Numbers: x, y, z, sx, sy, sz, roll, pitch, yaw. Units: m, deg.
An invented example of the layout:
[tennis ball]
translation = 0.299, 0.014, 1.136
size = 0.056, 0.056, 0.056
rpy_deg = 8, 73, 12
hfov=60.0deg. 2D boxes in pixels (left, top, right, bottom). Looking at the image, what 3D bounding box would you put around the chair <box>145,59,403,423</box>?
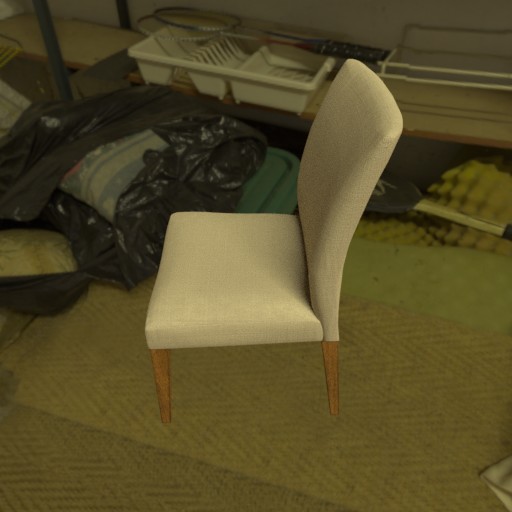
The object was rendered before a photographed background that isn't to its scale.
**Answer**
[chair]
translation = 0.000, 0.000, 1.251
size = 0.585, 0.940, 0.496
rpy_deg = 0, 41, 0
